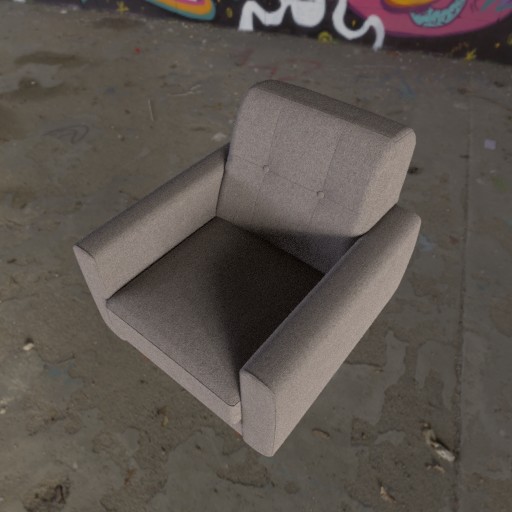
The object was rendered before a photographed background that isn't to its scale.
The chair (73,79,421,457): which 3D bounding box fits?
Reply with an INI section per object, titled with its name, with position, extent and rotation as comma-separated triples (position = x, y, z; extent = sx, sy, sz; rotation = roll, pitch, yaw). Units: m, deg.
[chair]
position = 0.000, 0.000, 1.544
extent = 0.831, 0.839, 0.907
rotation = 30, 54, 26
